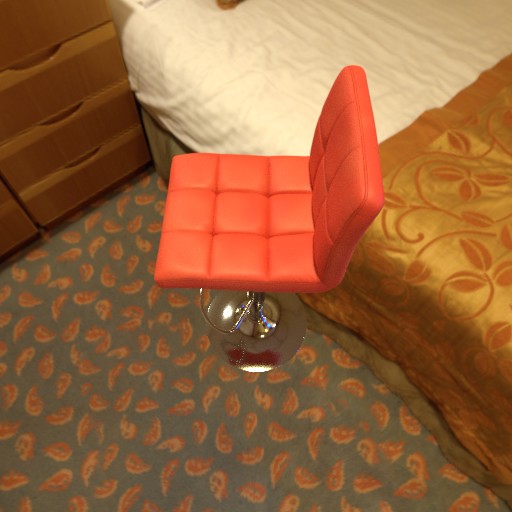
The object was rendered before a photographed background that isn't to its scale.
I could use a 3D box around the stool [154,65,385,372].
[{"bbox_3d":[0.000,0.000,1.394,0.505,1.115,0.430,1,60,1],"label":"stool"}]
